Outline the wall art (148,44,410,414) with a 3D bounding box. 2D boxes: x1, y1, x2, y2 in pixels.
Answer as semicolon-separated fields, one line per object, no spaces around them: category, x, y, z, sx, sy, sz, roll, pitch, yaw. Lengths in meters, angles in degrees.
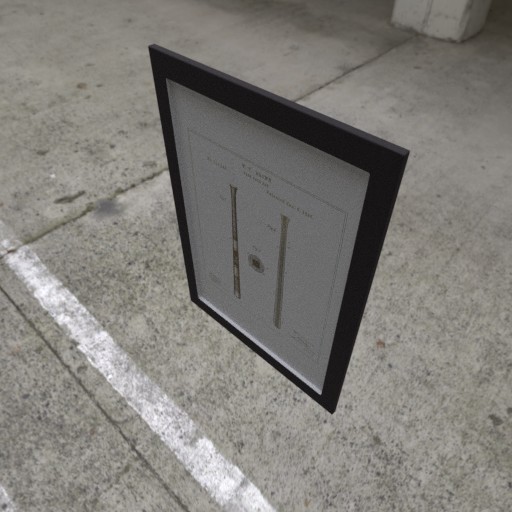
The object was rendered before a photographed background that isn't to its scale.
wall art;0.000;0.000;0.678;0.374;0.529;0.012;34;54;28
